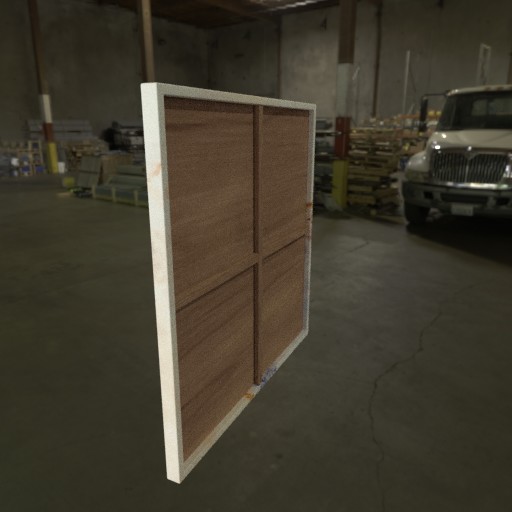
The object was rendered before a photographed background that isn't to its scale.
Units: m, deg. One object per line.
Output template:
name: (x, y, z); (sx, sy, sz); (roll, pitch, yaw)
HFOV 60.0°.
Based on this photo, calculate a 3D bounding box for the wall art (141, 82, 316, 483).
wall art: (0.000, 0.000, 1.316); (0.038, 0.889, 0.889); (8, 18, 25)
